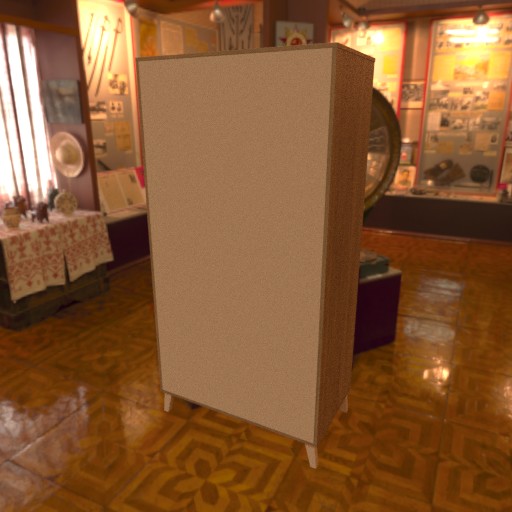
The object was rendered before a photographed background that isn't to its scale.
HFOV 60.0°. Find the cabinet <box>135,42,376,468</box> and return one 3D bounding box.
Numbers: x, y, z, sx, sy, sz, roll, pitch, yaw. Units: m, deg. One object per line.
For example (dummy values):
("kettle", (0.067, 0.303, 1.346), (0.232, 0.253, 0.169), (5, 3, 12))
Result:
("cabinet", (0.000, 0.000, 2.436), (1.006, 1.999, 0.571), (9, 20, 27))
